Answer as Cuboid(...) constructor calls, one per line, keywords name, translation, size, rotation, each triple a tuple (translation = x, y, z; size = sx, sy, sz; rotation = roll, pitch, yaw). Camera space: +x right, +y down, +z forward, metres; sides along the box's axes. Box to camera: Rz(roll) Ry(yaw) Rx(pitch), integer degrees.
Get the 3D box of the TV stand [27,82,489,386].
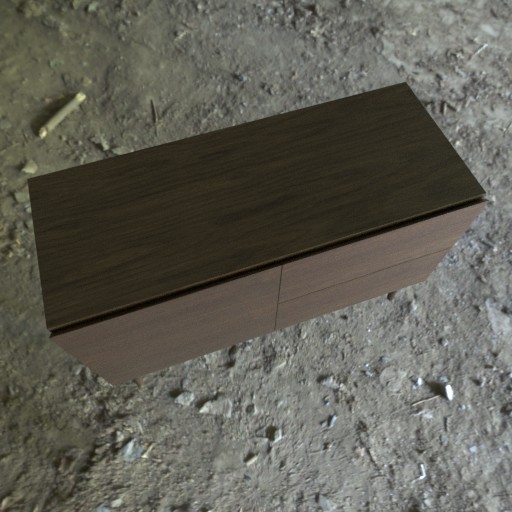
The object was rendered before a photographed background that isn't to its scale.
Cuboid(name="TV stand", translation=(0.000, 0.000, 1.311), size=(0.990, 0.660, 0.405), rotation=(-17, 63, -9))
